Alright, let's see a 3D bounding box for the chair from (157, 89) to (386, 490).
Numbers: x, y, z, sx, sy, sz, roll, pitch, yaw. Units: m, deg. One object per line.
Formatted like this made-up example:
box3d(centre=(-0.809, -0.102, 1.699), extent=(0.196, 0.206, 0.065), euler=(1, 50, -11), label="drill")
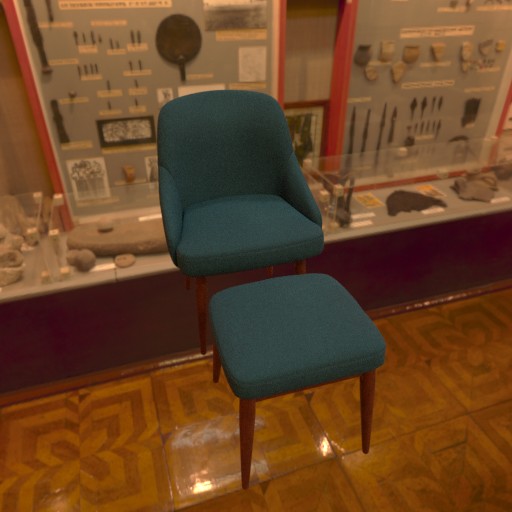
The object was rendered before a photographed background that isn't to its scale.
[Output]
box3d(centre=(0.000, 0.000, 1.547), extent=(0.584, 0.866, 1.114), euler=(-9, 35, -14), label="chair")
